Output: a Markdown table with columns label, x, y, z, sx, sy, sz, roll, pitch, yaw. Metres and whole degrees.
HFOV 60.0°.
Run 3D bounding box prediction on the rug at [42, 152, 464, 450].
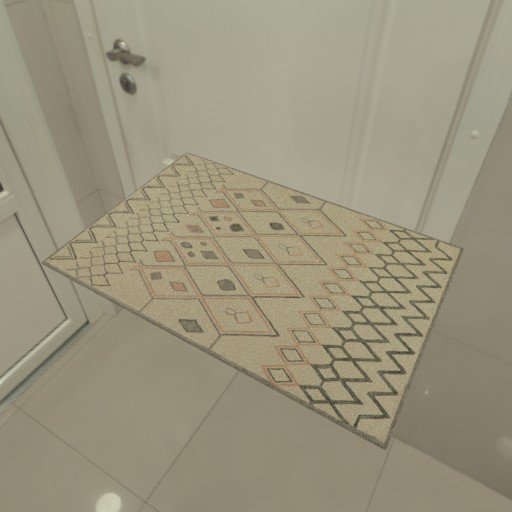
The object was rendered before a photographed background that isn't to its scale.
| label | x | y | z | sx | sy | sz | roll | pitch | yaw |
| --- | --- | --- | --- | --- | --- | --- | --- | --- | --- |
| rug | 0.000 | 0.000 | 2.300 | 1.829 | 0.016 | 1.219 | 23 | 49 | 21 |
